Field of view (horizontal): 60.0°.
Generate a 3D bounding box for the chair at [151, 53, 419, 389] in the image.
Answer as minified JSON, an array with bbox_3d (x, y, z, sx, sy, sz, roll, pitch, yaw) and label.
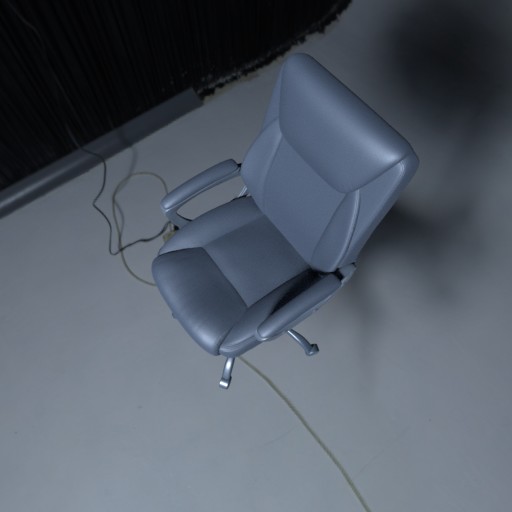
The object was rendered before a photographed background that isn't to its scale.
[{"bbox_3d":[0.000,0.000,1.476,0.655,1.072,0.615,-33,68,-15],"label":"chair"}]
